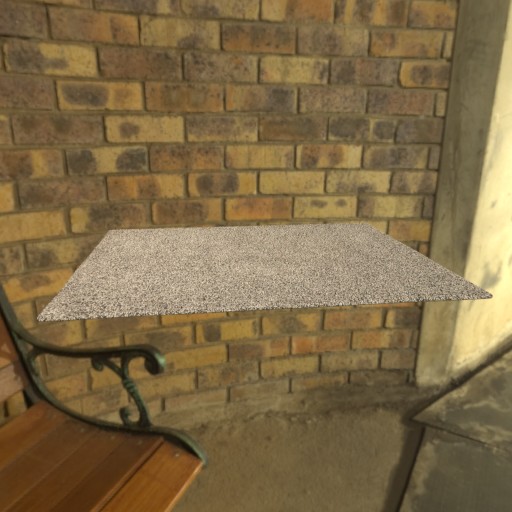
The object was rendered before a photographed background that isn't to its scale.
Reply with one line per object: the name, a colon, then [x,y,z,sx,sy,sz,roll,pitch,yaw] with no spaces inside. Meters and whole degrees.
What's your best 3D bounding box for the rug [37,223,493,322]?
rug: [0.000,0.000,4.064,3.047,0.029,2.438,-2,17,-7]
